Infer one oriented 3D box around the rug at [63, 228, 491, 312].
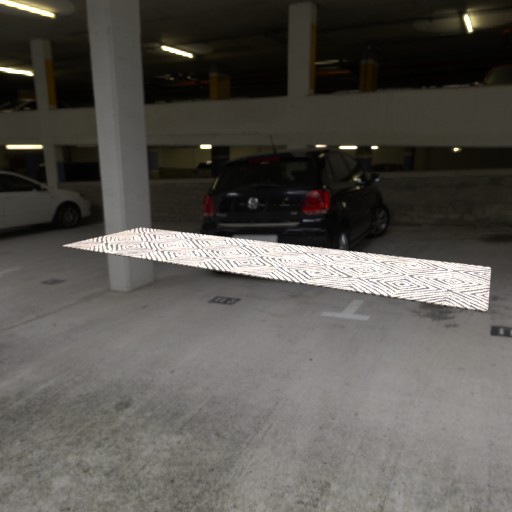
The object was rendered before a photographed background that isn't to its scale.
[{"bbox_3d":[0.000,0.000,2.425,2.277,0.008,0.676,7,16,27],"label":"rug"}]
